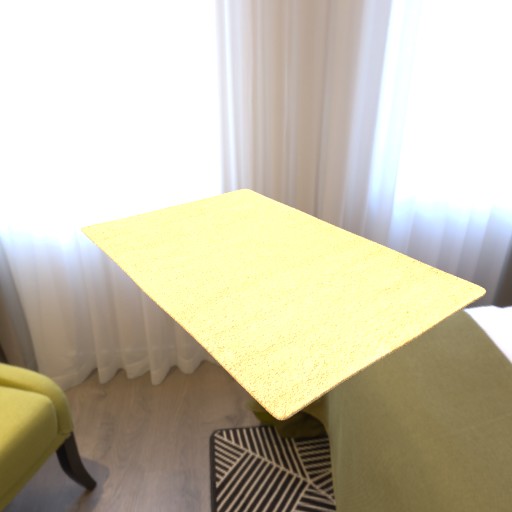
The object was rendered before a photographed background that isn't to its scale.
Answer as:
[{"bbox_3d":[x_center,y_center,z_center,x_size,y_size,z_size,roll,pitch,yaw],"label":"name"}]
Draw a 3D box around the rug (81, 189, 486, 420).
[{"bbox_3d":[0.000,0.000,3.379,1.798,0.025,2.698,-19,32,-33],"label":"rug"}]
